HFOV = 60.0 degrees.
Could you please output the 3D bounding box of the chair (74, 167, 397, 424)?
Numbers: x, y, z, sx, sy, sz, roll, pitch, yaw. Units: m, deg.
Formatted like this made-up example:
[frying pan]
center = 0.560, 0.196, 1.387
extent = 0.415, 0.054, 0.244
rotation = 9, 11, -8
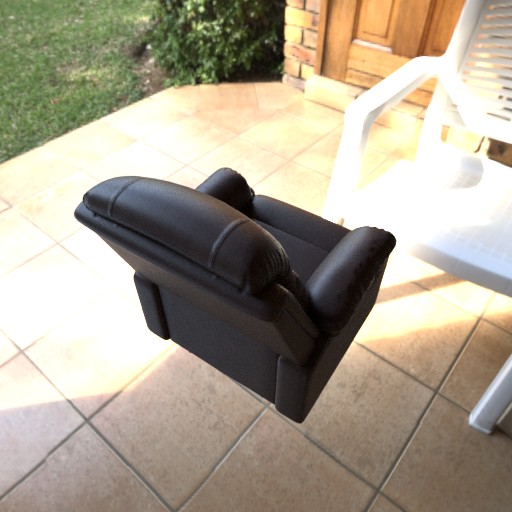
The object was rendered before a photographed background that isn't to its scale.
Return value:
[chair]
center = 0.000, 0.000, 1.676
extent = 0.855, 0.992, 0.919
rotation = 25, 51, 23
